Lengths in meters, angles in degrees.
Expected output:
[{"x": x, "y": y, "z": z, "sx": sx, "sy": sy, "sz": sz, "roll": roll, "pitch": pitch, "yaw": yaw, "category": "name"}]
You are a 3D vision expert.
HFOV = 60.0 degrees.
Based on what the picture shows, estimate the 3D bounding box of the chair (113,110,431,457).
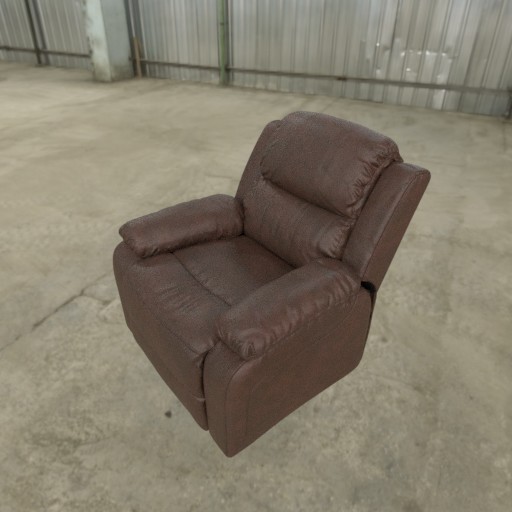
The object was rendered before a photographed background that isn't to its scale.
[{"x": 0.000, "y": 0.000, "z": 1.297, "sx": 0.707, "sy": 0.702, "sz": 0.680, "roll": -22, "pitch": 39, "yaw": -31, "category": "chair"}]
